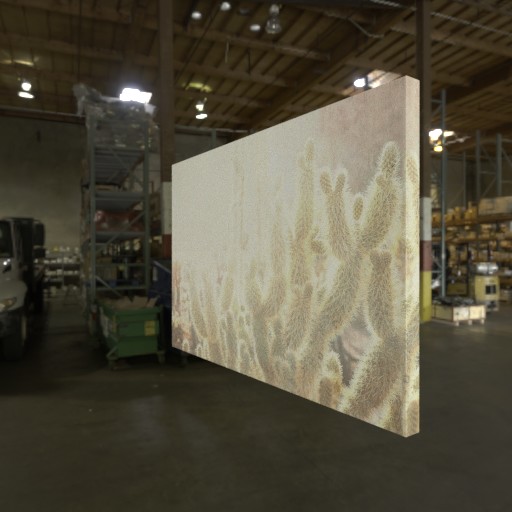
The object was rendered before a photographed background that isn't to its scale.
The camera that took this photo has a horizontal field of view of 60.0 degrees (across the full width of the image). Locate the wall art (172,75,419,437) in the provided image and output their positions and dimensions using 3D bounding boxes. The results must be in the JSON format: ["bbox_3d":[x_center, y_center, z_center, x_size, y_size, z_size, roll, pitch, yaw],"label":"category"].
[{"bbox_3d":[0.000,0.000,1.126,0.040,0.608,0.916,0,0,-36],"label":"wall art"}]
